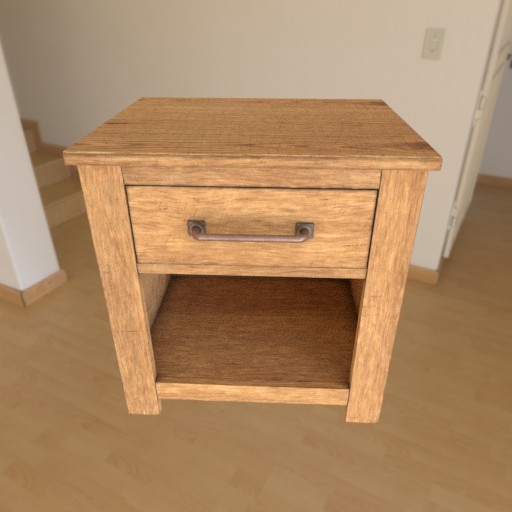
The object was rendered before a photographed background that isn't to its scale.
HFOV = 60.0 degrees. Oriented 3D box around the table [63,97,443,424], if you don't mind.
[{"bbox_3d":[0.000,0.000,1.046,0.601,0.625,0.494,1,30,2],"label":"table"}]
